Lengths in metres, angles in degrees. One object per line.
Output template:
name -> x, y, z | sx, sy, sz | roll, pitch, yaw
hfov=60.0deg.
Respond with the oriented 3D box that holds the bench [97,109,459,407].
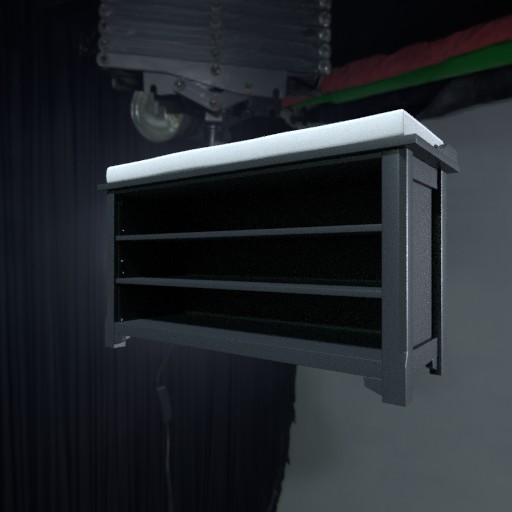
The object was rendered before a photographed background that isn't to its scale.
bench -> 0.000, 0.000, 1.226 | 0.973, 0.561, 0.345 | 0, 0, 37
